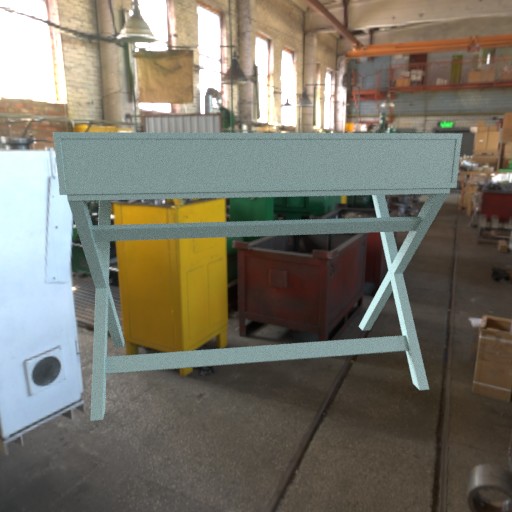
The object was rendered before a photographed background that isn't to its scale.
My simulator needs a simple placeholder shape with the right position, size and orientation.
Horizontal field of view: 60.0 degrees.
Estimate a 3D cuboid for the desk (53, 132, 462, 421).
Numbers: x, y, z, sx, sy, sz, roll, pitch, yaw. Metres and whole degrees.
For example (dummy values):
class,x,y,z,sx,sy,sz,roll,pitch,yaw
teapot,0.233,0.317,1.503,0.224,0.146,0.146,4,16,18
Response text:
class,x,y,z,sx,sy,sz,roll,pitch,yaw
desk,0.000,0.000,1.476,1.057,0.780,0.525,-2,15,-9
